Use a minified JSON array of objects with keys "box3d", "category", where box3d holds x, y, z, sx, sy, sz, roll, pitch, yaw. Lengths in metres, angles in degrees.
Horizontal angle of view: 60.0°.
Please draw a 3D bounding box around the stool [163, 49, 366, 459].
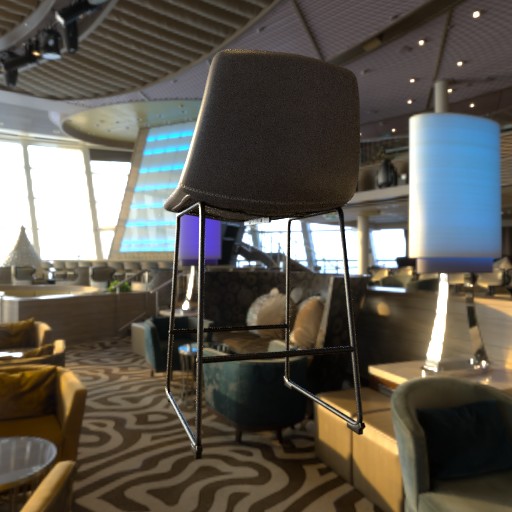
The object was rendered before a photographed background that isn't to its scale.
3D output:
[{"box3d":[0.000,0.000,1.206,0.470,0.876,0.546,0,-1,-19],"category":"stool"}]
